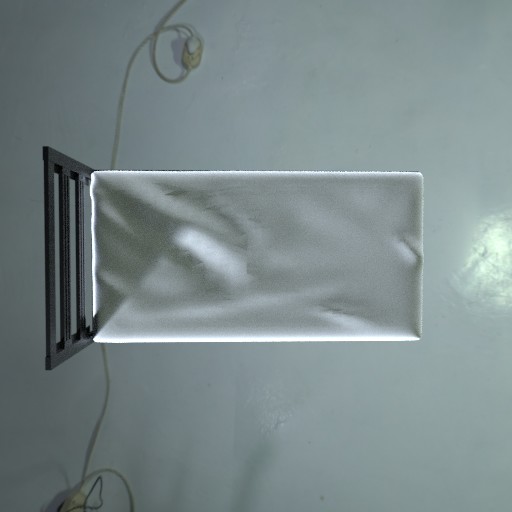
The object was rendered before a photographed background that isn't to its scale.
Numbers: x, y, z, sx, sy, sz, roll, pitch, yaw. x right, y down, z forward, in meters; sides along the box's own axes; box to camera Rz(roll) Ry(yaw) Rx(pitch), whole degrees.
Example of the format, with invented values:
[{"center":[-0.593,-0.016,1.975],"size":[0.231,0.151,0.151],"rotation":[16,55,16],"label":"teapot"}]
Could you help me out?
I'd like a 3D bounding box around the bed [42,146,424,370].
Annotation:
[{"center":[0.000,0.000,2.470],"size":[1.930,0.967,0.991],"rotation":[0,91,-2],"label":"bed"}]
